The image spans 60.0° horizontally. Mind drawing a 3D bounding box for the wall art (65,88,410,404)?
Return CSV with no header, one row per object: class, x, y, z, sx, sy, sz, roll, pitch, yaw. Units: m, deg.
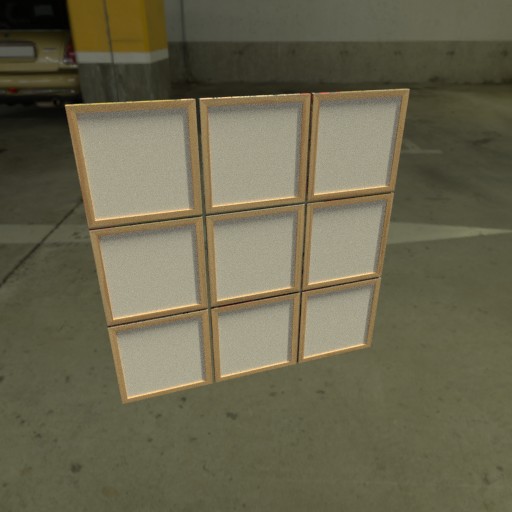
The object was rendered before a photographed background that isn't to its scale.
wall art,0.000,0.000,1.334,0.904,0.913,0.013,-9,29,-16
